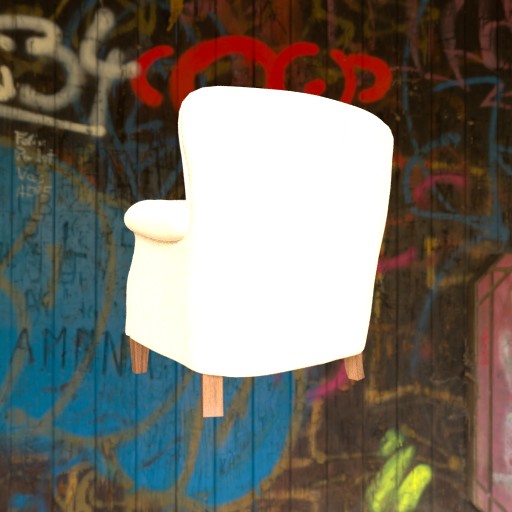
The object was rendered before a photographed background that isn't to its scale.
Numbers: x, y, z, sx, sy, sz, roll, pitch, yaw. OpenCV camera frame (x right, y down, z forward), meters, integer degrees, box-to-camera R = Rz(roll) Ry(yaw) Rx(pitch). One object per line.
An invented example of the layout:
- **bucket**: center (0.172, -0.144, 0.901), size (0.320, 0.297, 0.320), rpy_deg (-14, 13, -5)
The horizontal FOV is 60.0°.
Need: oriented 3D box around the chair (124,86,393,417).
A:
- **chair**: center (0.000, 0.000, 1.669), size (0.861, 0.936, 0.921), rpy_deg (0, 0, -36)
